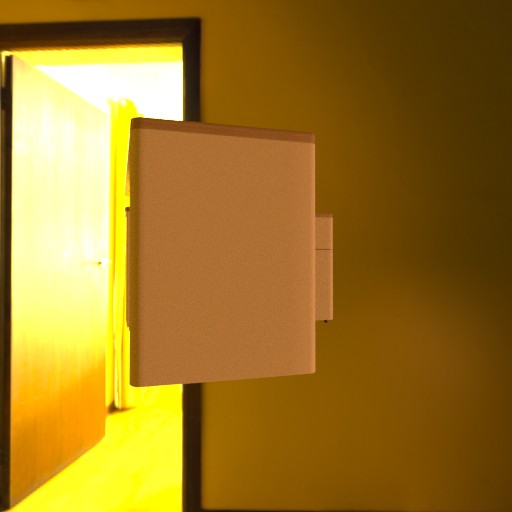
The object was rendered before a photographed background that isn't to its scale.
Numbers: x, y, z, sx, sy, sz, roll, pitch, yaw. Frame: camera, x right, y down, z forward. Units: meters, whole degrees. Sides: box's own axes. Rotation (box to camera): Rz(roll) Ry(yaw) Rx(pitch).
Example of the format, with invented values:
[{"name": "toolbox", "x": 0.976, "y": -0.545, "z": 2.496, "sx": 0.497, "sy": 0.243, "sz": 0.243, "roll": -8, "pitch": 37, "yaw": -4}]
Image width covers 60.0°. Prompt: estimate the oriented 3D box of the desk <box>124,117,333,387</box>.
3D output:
[{"name": "desk", "x": 0.000, "y": 0.000, "z": 2.085, "sx": 1.175, "sy": 0.770, "sz": 1.400, "roll": 0, "pitch": -1, "yaw": -17}]
